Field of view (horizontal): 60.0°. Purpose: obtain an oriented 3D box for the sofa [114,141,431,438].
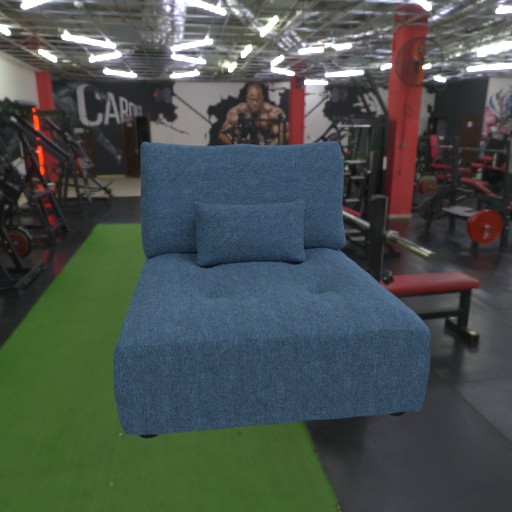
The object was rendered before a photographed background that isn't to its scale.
[{"bbox_3d":[0.000,0.000,1.692,0.930,0.820,1.000,-2,16,-7],"label":"sofa"}]
